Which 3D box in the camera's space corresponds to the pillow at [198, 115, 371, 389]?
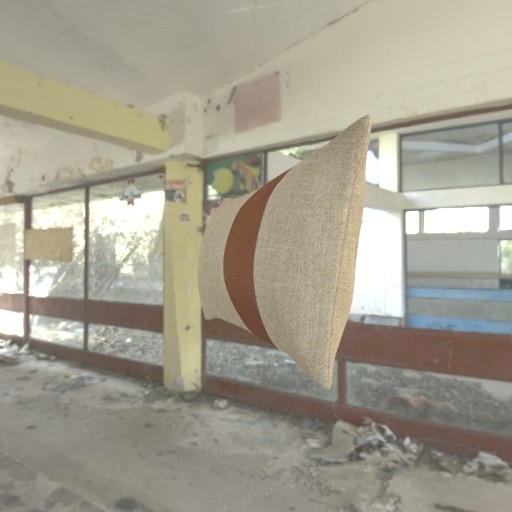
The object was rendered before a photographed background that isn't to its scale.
[{"bbox_3d":[0.000,0.000,0.741,0.155,0.282,0.612,0,-1,-18],"label":"pillow"}]
